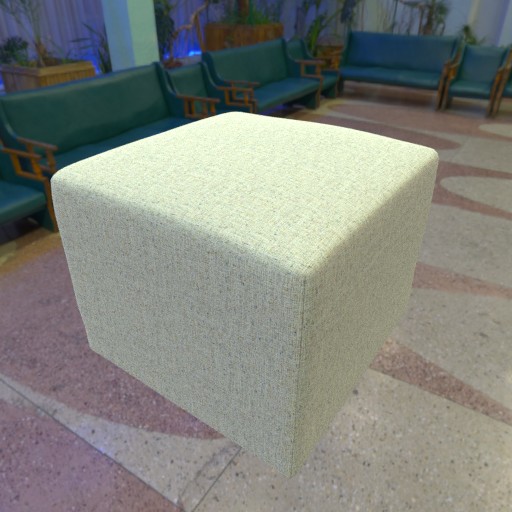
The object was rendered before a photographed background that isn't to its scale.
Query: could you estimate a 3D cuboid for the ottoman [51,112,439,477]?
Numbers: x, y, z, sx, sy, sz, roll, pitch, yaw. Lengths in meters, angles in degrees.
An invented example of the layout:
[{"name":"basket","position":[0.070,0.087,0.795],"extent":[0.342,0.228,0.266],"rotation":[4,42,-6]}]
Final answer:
[{"name":"ottoman","position":[0.000,0.000,0.885],"extent":[0.512,0.453,0.521],"rotation":[21,38,29]}]
